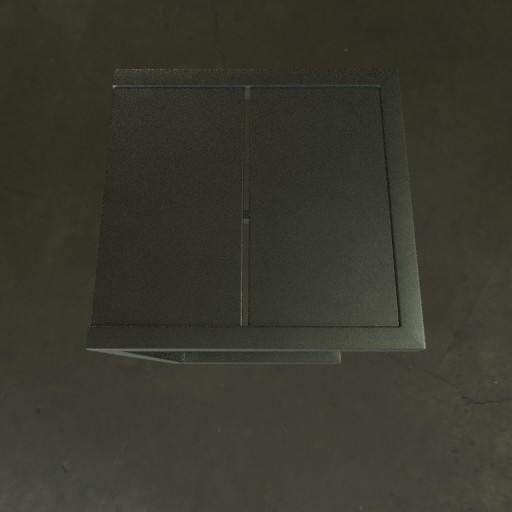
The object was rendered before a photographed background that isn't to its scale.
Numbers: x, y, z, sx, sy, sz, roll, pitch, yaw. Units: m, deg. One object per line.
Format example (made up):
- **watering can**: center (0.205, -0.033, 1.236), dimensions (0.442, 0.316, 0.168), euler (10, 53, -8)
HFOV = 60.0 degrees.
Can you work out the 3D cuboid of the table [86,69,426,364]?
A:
- **table**: center (0.000, 0.000, 0.892), dimensions (0.420, 0.609, 0.405), euler (0, 75, 0)
